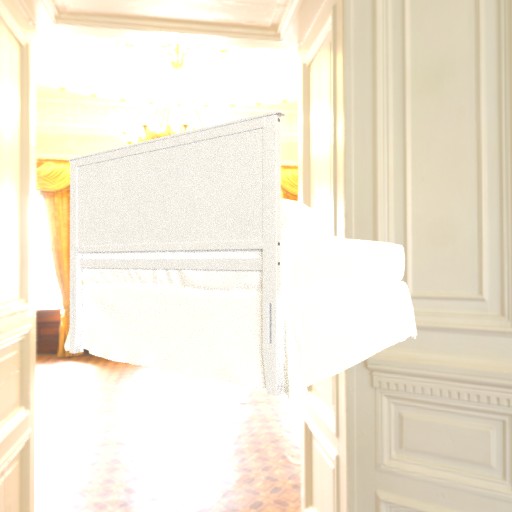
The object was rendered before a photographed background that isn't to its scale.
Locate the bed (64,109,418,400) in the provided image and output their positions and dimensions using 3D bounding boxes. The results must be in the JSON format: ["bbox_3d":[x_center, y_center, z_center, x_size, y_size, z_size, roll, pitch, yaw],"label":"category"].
[{"bbox_3d":[0.000,0.000,3.225,1.876,1.269,2.047,0,-1,35],"label":"bed"}]
